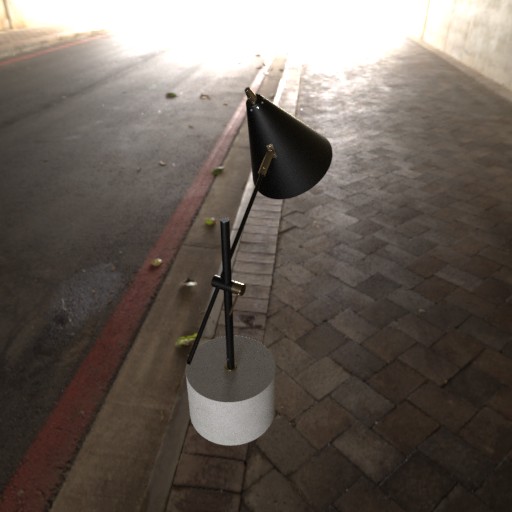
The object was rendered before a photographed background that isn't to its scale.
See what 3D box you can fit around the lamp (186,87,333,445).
[{"bbox_3d":[0.000,0.000,0.748,0.214,0.518,0.403,23,39,32],"label":"lamp"}]
